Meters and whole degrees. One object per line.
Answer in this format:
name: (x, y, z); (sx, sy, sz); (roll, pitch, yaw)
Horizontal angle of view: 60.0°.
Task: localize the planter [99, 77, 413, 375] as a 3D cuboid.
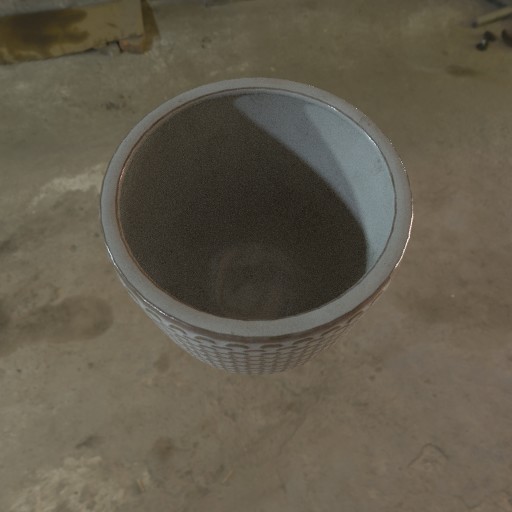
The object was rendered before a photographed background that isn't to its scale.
planter: (0.000, 0.000, 0.359); (0.197, 0.191, 0.197); (0, 63, 0)
